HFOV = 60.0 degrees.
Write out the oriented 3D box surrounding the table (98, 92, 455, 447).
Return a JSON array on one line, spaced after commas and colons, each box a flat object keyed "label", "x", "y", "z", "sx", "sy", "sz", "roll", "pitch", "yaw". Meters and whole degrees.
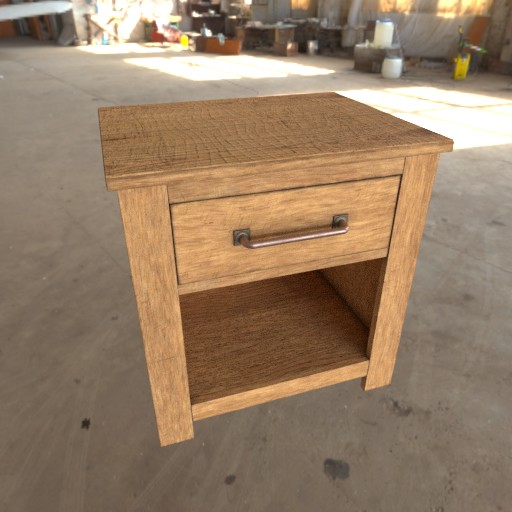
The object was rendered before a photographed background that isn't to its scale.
[{"label": "table", "x": 0.000, "y": 0.000, "z": 1.052, "sx": 0.601, "sy": 0.625, "sz": 0.494, "roll": -10, "pitch": 32, "yaw": -16}]
